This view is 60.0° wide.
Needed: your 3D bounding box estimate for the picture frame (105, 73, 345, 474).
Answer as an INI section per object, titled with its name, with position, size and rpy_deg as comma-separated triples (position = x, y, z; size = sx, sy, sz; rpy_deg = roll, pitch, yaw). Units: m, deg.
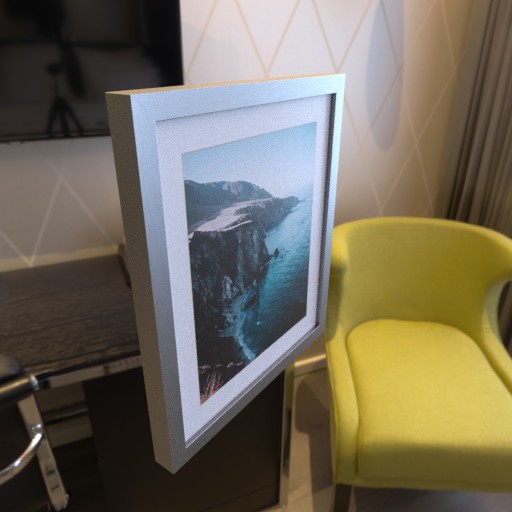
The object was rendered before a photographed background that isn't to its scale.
[picture frame]
position = 0.000, 0.000, 1.313
size = 0.073, 0.968, 0.839
rpy_deg = 18, 31, 33
